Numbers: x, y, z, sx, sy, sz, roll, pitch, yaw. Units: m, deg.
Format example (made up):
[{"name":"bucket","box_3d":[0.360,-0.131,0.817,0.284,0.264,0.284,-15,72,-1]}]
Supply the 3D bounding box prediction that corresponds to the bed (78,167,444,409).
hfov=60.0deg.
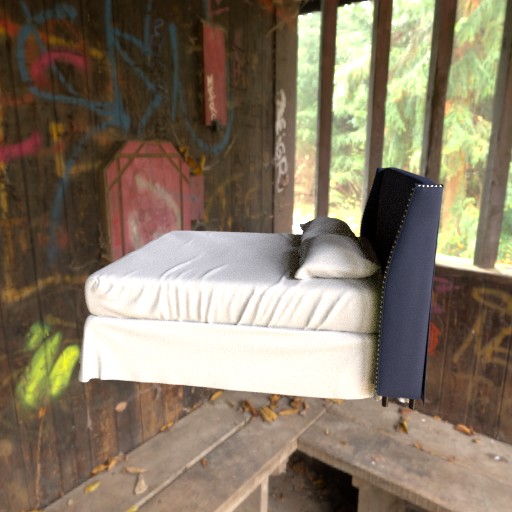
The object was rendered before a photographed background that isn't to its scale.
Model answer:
[{"name":"bed","box_3d":[0.000,0.000,3.490,2.276,1.332,1.925,2,14,9]}]
